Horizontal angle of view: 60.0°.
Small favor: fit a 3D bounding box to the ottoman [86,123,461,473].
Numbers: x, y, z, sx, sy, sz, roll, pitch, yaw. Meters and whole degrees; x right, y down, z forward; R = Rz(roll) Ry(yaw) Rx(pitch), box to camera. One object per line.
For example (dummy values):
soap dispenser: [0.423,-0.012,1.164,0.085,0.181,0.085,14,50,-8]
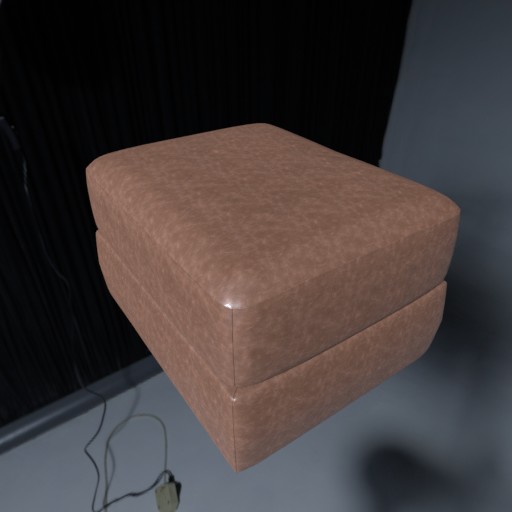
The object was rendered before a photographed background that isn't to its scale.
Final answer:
ottoman: [0.000,0.000,1.118,0.603,0.476,0.751,-21,38,-29]
